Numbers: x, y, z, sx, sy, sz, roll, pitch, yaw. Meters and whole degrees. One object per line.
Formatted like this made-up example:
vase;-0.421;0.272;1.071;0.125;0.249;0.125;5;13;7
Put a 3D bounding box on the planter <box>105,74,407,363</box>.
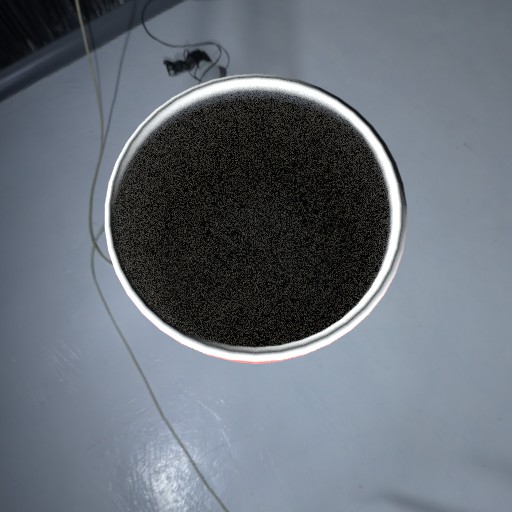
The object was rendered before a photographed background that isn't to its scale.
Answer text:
planter;0.000;0.000;0.406;0.199;0.268;0.199;0;76;0
